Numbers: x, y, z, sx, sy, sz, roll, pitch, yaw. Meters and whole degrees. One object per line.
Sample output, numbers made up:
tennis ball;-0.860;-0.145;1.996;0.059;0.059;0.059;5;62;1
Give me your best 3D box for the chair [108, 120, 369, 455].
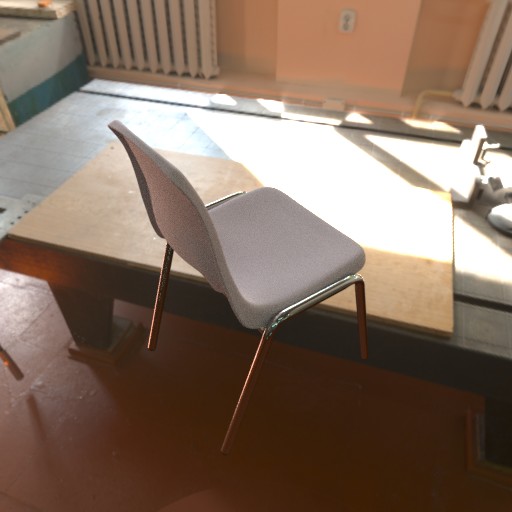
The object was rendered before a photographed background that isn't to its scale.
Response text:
chair;0.000;0.000;0.922;0.436;0.653;0.381;-27;48;-27
